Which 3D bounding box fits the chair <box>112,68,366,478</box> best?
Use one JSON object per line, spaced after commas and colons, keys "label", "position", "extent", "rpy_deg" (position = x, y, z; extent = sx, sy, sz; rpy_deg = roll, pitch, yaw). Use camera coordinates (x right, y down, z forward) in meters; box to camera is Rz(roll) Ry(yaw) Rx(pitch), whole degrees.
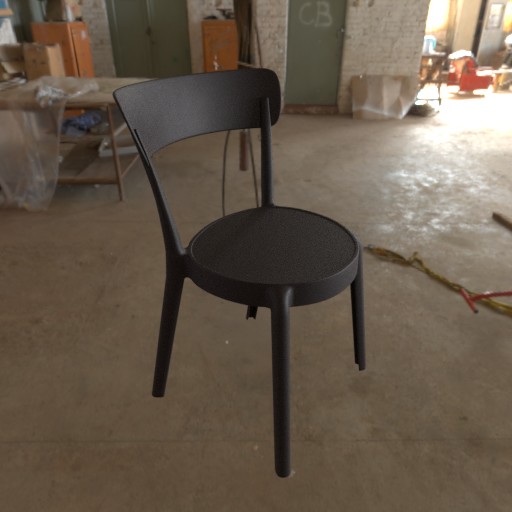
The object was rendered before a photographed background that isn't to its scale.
{"label": "chair", "position": [0.000, 0.000, 1.082], "extent": [0.491, 0.790, 0.506], "rpy_deg": [19, 35, 31]}
